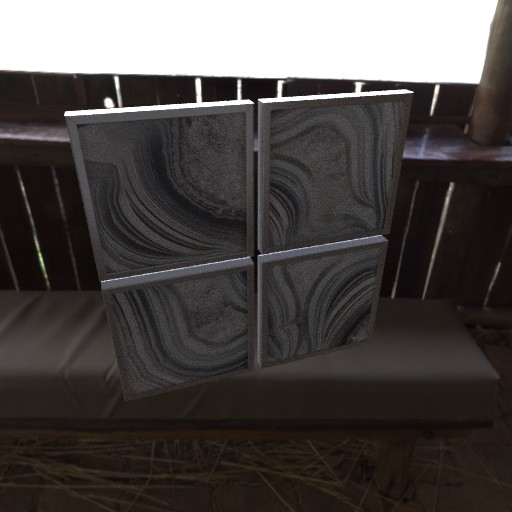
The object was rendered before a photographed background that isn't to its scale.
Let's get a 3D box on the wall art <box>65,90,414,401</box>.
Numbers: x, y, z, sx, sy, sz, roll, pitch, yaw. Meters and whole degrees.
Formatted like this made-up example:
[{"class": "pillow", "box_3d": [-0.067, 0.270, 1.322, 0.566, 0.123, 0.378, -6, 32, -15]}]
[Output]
[{"class": "wall art", "box_3d": [0.000, 0.000, 0.910, 0.611, 0.611, 0.029, -9, 31, -16]}]
